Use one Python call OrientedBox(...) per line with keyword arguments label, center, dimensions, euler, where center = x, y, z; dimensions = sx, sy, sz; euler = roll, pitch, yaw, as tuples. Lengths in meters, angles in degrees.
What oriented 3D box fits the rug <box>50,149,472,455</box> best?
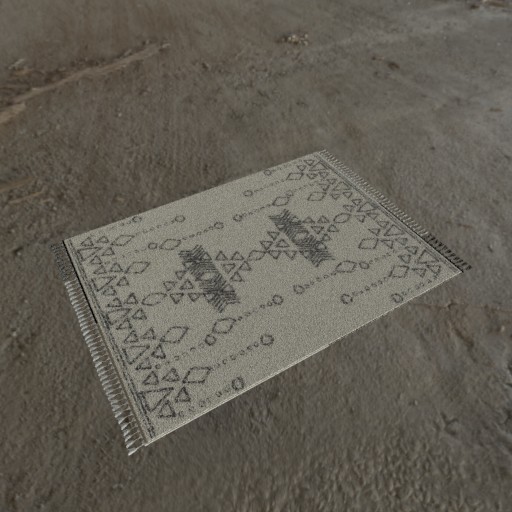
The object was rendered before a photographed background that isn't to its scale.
OrientedBox(label="rug", center=(0.000, 0.000, 2.935), dimensions=(2.312, 0.013, 1.600), euler=(-23, 51, -21))
